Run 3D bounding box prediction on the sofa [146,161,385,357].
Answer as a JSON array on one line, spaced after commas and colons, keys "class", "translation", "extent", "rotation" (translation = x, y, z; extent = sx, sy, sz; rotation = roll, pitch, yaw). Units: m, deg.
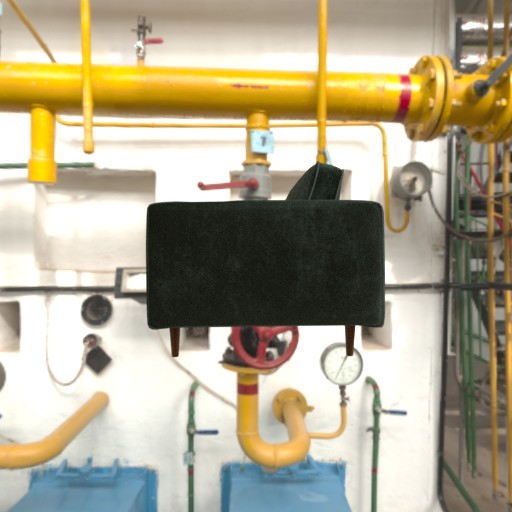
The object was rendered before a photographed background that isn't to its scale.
[{"class": "sofa", "translation": [0.000, 0.000, 2.667], "extent": [0.886, 0.781, 2.214], "rotation": [0, 1, -1]}]
